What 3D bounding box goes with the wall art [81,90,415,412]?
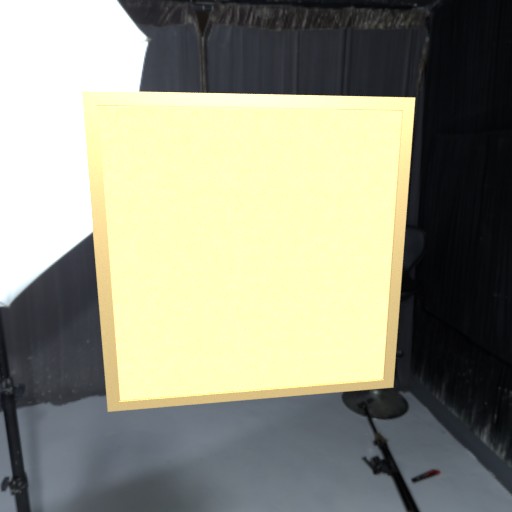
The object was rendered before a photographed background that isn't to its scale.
[{"bbox_3d":[0.000,0.000,1.876,1.284,1.284,0.095,-2,13,-9],"label":"wall art"}]
